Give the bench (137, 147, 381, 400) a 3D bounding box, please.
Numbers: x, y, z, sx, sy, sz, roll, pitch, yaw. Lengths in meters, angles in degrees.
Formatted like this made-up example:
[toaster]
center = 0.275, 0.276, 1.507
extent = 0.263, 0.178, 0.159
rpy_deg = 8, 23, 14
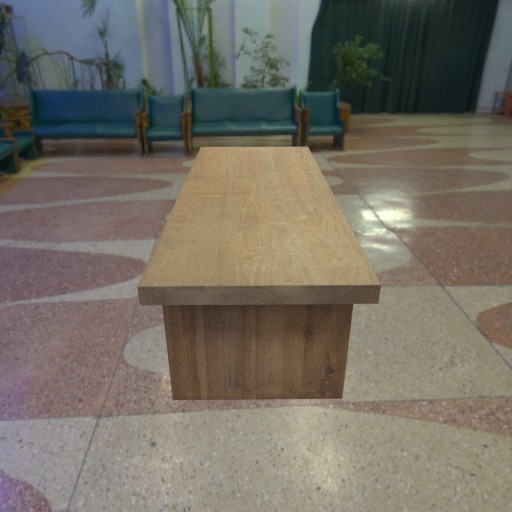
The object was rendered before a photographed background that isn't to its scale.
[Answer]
[bench]
center = 0.000, 0.000, 1.463
extent = 0.458, 0.458, 1.183
rpy_deg = 0, 26, -1
